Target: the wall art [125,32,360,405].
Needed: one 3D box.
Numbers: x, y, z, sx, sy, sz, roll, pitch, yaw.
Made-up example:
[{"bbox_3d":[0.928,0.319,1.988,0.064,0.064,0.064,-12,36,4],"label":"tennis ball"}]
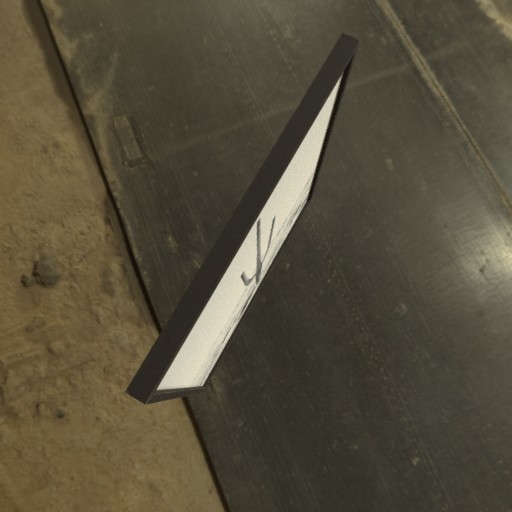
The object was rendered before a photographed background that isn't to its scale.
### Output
[{"bbox_3d":[0.000,0.000,1.132,0.038,0.762,0.762,28,76,8],"label":"wall art"}]
